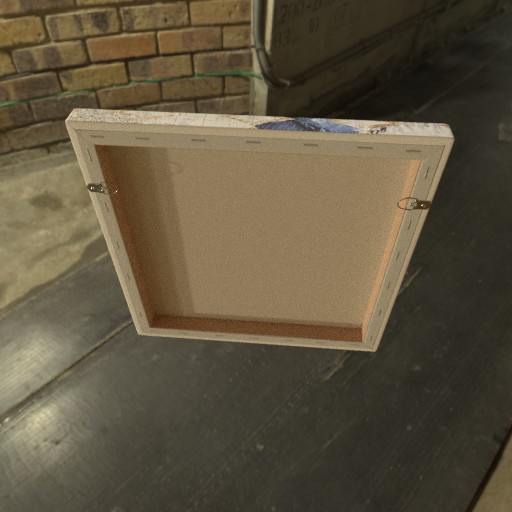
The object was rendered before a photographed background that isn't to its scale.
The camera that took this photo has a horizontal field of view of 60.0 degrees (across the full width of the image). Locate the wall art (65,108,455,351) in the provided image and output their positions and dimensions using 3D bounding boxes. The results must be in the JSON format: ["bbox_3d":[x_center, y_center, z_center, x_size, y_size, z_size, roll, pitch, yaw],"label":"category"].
[{"bbox_3d":[0.000,0.000,0.765,0.507,0.508,0.038,3,47,3],"label":"wall art"}]
